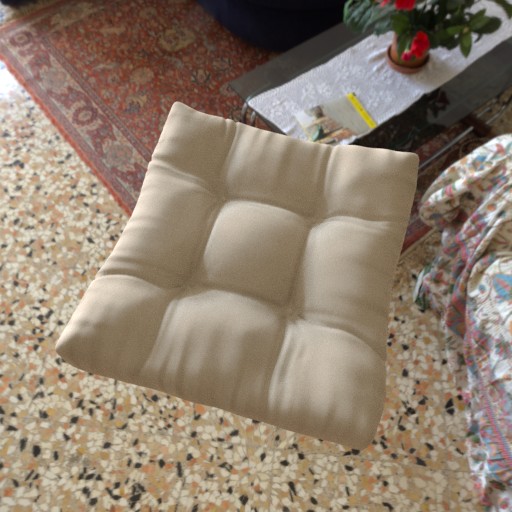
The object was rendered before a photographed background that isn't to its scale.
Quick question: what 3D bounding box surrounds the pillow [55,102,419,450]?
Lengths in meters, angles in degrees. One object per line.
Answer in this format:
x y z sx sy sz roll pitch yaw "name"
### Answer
0.000 0.000 0.723 0.468 0.128 0.490 14 65 7 "pillow"
